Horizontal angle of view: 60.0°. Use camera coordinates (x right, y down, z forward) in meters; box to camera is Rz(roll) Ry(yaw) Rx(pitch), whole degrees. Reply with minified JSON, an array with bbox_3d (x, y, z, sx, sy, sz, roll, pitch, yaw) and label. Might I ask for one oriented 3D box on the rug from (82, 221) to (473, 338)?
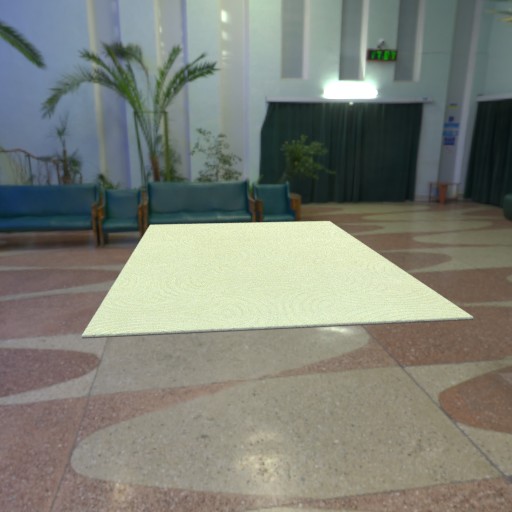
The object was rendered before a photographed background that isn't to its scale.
[{"bbox_3d":[0.000,0.000,2.725,1.526,0.015,2.132,-2,15,-6],"label":"rug"}]
